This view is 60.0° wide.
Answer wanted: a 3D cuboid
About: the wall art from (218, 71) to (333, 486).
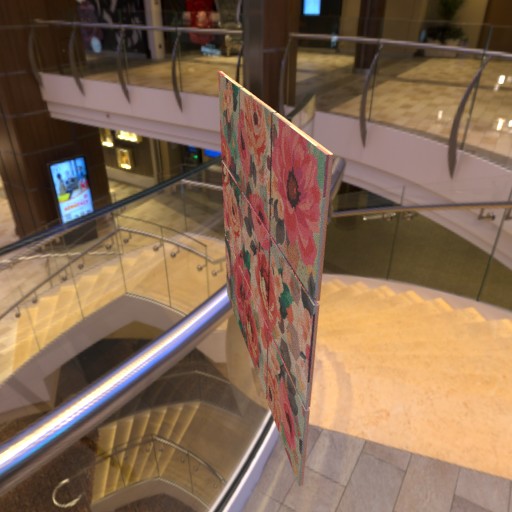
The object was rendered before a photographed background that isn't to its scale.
[{"bbox_3d":[0.000,0.000,1.332,0.012,0.910,0.911,-8,32,-13],"label":"wall art"}]
